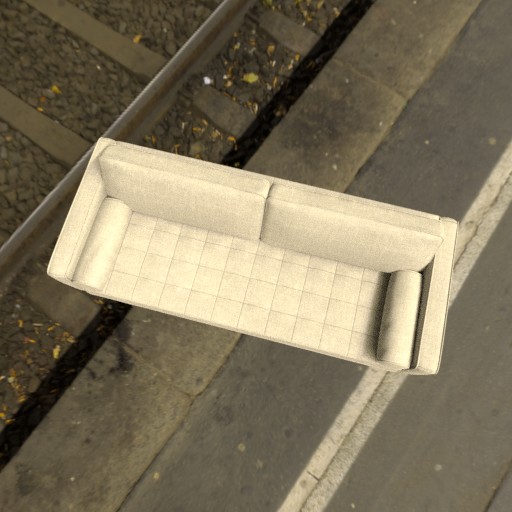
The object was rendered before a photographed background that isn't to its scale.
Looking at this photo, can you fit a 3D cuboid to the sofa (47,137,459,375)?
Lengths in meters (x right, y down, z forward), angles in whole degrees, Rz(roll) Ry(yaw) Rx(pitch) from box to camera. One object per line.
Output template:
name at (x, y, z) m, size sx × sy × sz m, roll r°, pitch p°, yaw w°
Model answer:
sofa at (0.000, 0.000, 2.675) m, size 2.211 × 0.762 × 0.914 m, roll 14°, pitch 75°, yaw 4°
